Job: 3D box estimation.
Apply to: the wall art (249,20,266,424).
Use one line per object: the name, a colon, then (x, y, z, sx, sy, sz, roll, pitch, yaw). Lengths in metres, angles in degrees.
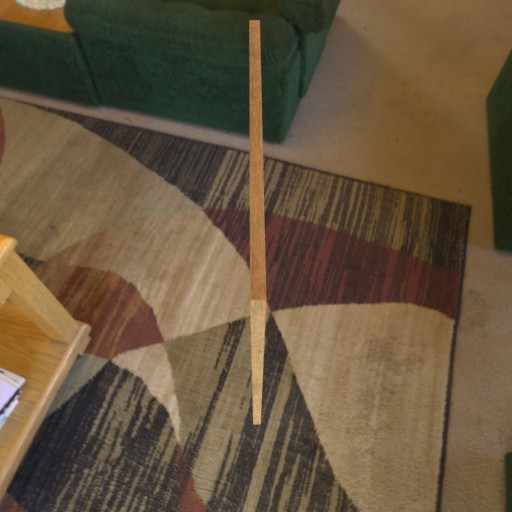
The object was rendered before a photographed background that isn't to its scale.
wall art: (0.000, 0.000, 0.917, 0.018, 0.686, 0.534, 0, 58, 0)
